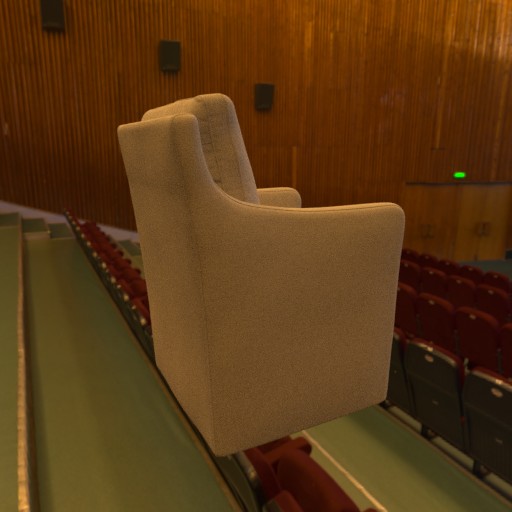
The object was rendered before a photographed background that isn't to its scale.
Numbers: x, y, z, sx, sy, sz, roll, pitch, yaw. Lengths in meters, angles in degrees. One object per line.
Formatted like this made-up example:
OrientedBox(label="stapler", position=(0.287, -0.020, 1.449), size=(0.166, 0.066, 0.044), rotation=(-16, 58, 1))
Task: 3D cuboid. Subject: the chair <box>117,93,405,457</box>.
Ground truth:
OrientedBox(label="chair", position=(0.000, 0.000, 1.405), size=(0.694, 0.914, 0.626), rotation=(-7, 16, -27))
